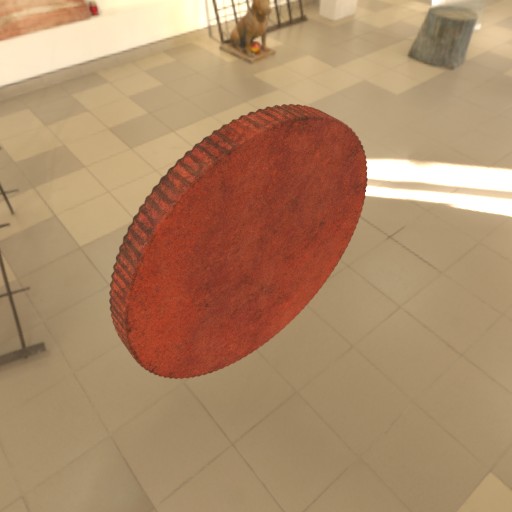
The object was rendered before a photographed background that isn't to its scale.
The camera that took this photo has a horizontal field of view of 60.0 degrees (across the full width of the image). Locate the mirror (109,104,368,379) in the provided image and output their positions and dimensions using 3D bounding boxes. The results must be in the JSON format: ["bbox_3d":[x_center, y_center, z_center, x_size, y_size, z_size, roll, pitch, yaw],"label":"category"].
[{"bbox_3d":[0.000,0.000,0.902,0.609,0.609,0.056,-31,54,-26],"label":"mirror"}]
